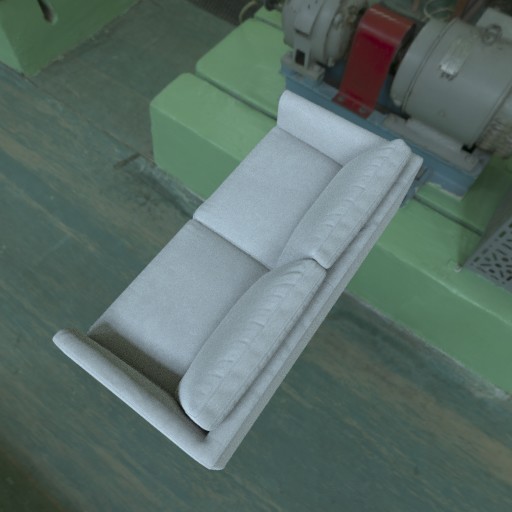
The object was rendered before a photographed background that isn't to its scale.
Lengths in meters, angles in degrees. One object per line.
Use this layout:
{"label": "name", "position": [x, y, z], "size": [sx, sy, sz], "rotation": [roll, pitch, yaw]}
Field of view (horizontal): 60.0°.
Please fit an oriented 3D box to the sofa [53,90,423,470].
{"label": "sofa", "position": [0.000, 0.000, 2.797], "size": [1.090, 0.838, 2.588], "rotation": [33, 68, 15]}
